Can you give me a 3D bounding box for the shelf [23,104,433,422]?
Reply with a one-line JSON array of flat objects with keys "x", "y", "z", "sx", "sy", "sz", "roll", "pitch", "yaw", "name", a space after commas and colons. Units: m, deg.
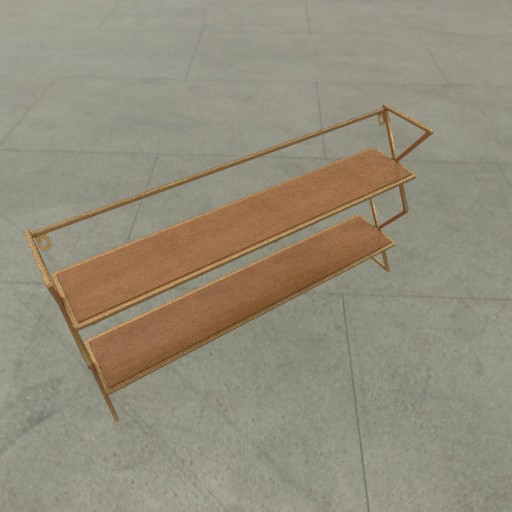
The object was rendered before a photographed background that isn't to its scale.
[{"x": 0.000, "y": 0.000, "z": 1.005, "sx": 0.822, "sy": 0.450, "sz": 0.150, "roll": -25, "pitch": 50, "yaw": -22, "name": "shelf"}]
